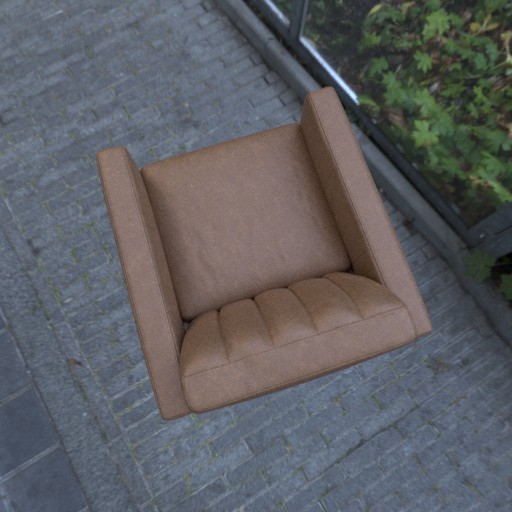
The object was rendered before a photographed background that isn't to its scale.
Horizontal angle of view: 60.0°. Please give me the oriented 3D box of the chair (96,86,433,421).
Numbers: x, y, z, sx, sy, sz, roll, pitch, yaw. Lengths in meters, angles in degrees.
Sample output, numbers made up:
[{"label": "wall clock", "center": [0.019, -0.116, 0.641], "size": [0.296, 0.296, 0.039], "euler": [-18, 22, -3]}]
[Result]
[{"label": "chair", "center": [0.000, 0.000, 1.726], "size": [0.953, 0.819, 0.998], "euler": [-17, 76, -4]}]
